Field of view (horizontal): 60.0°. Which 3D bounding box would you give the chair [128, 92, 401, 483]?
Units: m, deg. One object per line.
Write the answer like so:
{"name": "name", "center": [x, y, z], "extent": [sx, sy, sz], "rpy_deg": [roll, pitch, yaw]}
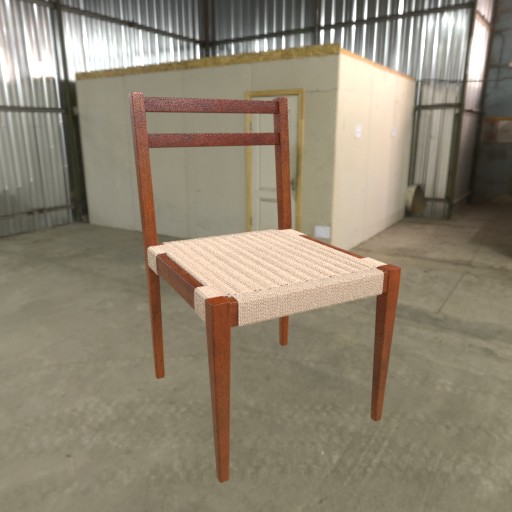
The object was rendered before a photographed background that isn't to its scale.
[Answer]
{"name": "chair", "center": [0.000, 0.000, 1.202], "extent": [0.495, 0.851, 0.569], "rpy_deg": [-9, 18, -27]}
